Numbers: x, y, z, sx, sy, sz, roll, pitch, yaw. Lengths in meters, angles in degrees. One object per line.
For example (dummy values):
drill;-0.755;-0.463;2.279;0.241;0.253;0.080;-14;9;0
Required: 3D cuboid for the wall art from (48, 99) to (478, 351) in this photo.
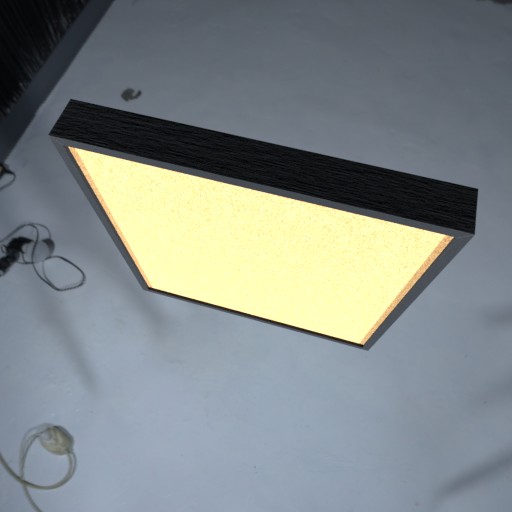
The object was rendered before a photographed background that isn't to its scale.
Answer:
wall art;0.000;0.000;0.450;0.305;0.305;0.037;14;65;7
